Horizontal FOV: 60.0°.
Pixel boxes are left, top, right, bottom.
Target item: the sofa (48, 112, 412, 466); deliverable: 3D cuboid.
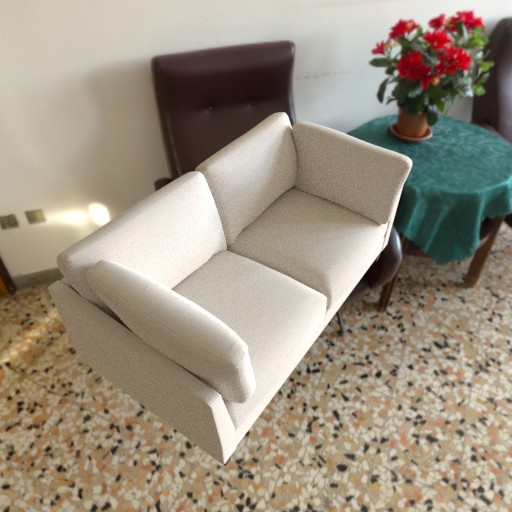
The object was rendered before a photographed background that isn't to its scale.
[{"bbox_3d":[0.000,0.000,2.338,0.970,0.836,1.776,25,48,25],"label":"sofa"}]
